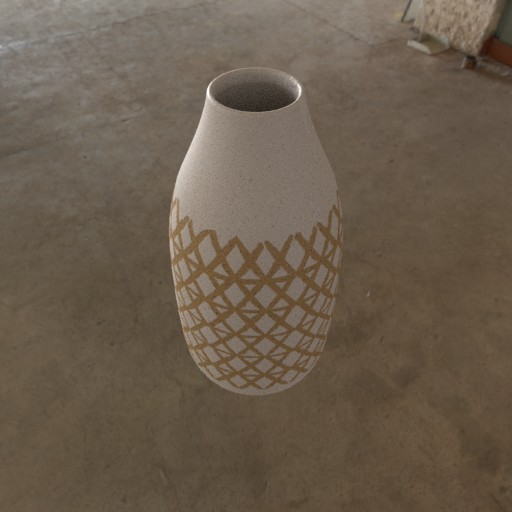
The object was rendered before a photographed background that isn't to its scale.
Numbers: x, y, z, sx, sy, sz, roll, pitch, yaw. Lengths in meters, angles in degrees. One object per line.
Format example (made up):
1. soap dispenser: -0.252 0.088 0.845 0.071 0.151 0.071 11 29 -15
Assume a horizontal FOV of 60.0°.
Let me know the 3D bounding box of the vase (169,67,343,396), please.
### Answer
1. vase: 0.000 0.000 0.480 0.186 0.380 0.186 0 48 0
